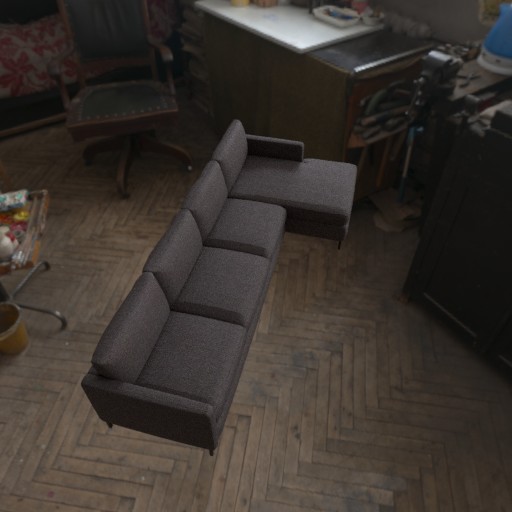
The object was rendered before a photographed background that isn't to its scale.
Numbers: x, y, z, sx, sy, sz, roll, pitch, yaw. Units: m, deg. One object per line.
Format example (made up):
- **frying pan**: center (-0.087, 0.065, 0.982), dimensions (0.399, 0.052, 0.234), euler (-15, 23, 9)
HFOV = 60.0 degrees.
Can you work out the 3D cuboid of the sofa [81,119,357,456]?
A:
- **sofa**: center (0.000, 0.000, 3.874), dimensions (1.483, 0.892, 3.221), euler (11, 47, 10)
